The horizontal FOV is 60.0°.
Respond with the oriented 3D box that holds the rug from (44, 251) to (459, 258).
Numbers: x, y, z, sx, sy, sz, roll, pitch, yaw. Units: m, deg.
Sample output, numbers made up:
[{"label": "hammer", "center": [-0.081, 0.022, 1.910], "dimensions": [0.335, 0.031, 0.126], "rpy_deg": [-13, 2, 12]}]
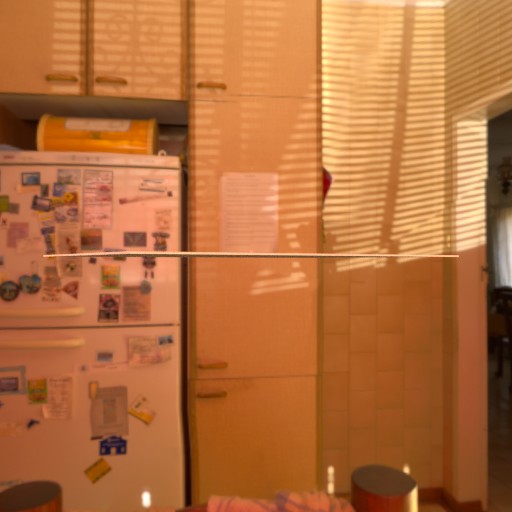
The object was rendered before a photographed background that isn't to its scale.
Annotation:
[{"label": "rug", "center": [0.000, 0.000, 2.341], "dimensions": [1.828, 0.007, 1.220], "rpy_deg": [0, -1, -37]}]
